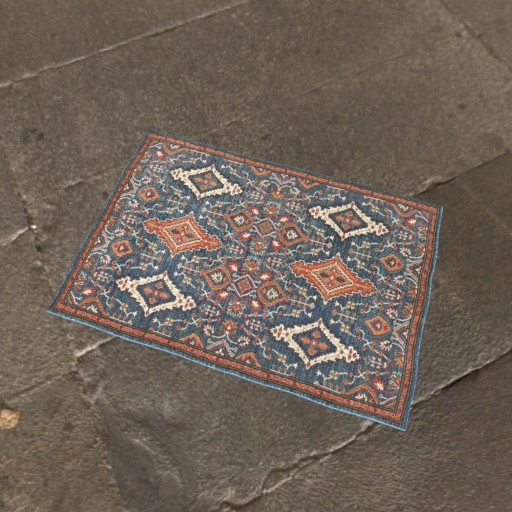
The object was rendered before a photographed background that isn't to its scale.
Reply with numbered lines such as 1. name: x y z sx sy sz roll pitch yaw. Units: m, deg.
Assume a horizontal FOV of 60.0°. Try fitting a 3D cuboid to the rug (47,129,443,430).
1. rug: 0.000 0.000 3.058 2.373 0.009 1.622 16 65 8
